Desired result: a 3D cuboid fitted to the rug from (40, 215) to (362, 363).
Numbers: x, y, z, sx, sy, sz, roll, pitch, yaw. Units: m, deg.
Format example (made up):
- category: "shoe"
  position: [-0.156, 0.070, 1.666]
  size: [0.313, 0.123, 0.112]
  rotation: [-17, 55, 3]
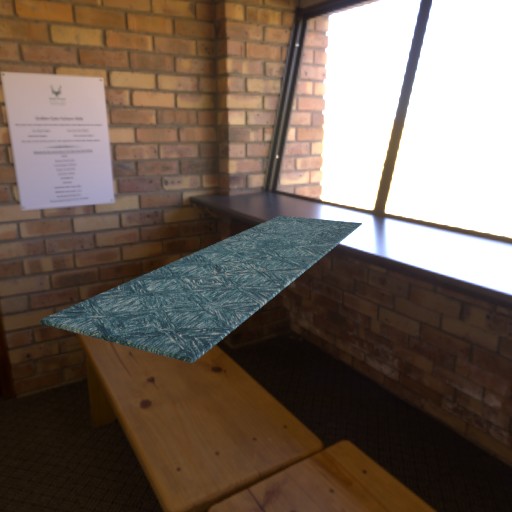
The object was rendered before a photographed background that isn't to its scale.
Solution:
- category: "rug"
  position: [0.000, 0.000, 2.484]
  size: [0.676, 0.016, 2.286]
  rotation: [8, 18, 25]
